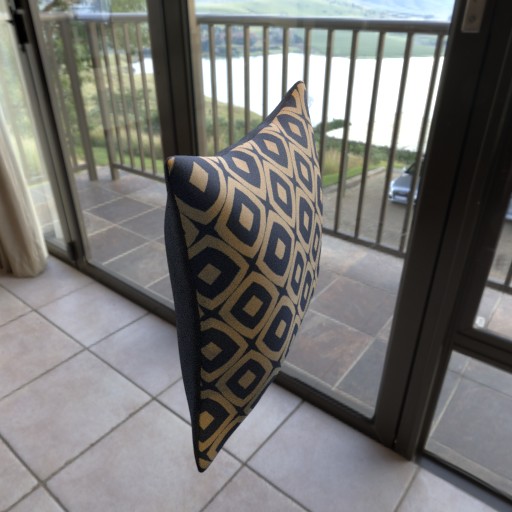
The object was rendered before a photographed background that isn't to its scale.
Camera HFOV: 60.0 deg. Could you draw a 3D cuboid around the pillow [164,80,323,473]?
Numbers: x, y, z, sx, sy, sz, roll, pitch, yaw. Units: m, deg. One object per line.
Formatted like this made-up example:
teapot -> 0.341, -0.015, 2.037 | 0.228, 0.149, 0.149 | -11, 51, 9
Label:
pillow -> 0.000, 0.000, 0.756 | 0.188, 0.494, 0.504 | 10, 32, 17
